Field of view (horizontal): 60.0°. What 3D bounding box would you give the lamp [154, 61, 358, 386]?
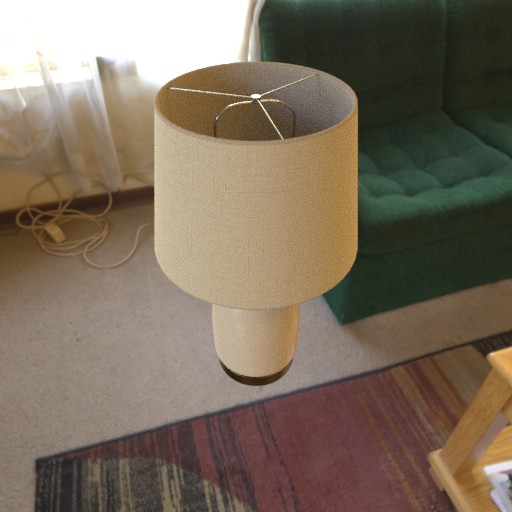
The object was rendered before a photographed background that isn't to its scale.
[{"bbox_3d":[0.000,0.000,0.658,0.285,0.483,0.285,0,42,0],"label":"lamp"}]
